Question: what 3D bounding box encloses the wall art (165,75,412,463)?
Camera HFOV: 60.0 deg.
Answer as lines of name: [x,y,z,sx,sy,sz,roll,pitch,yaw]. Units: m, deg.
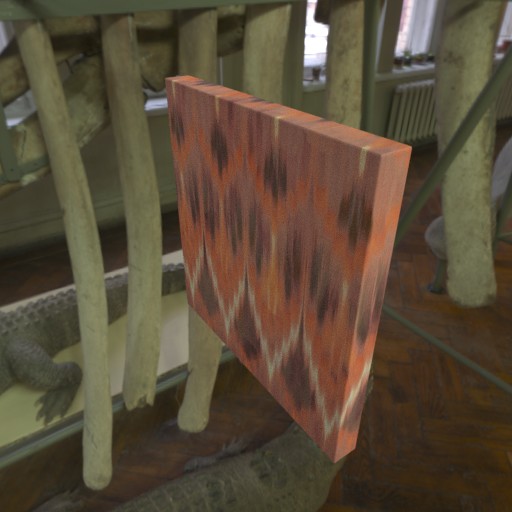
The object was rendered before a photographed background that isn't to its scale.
wall art: [0.000,0.000,0.608,0.038,0.406,0.403,-20,37,-29]
